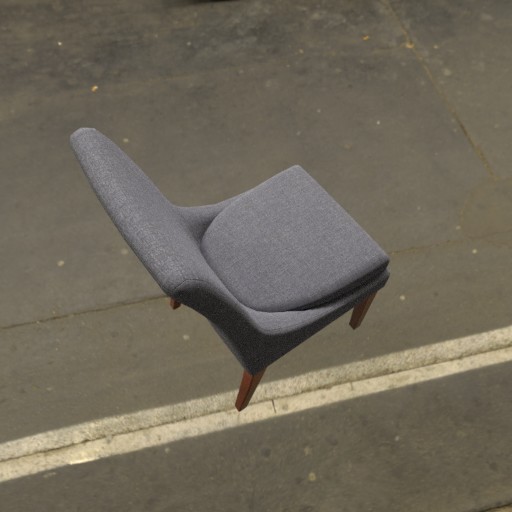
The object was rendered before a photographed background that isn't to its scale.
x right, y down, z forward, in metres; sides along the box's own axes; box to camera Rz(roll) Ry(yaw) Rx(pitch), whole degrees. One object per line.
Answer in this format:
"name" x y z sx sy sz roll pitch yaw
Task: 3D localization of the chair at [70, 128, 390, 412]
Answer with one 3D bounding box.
"chair" 0.000 0.000 1.288 0.655 0.952 0.508 -30 63 -17
